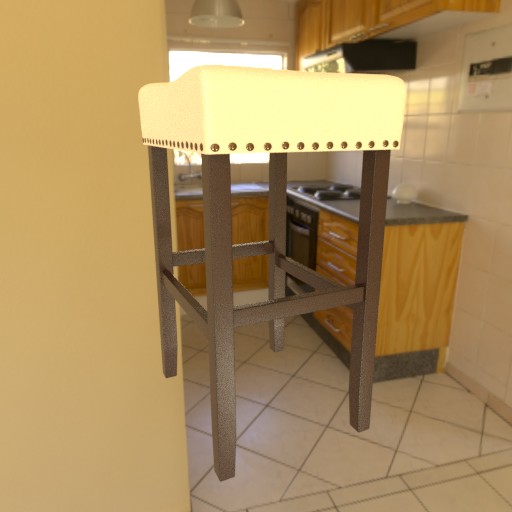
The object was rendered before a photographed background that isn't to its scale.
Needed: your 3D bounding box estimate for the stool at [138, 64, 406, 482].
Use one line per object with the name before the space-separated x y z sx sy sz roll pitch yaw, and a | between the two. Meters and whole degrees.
stool | 0.000 0.000 1.028 0.401 0.762 0.471 -8 18 -25
